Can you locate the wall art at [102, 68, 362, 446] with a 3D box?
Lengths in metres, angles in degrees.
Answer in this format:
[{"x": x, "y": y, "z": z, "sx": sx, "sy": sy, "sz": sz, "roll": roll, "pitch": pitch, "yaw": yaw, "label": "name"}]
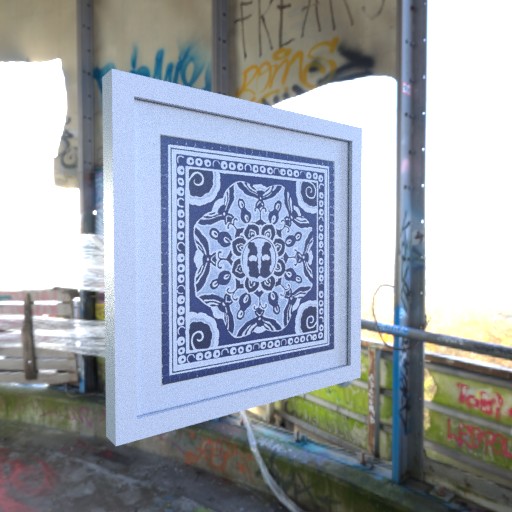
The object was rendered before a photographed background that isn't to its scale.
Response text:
[{"x": 0.000, "y": 0.000, "z": 0.533, "sx": 0.355, "sy": 0.355, "sz": 0.027, "roll": -1, "pitch": 2, "yaw": -37, "label": "wall art"}]
